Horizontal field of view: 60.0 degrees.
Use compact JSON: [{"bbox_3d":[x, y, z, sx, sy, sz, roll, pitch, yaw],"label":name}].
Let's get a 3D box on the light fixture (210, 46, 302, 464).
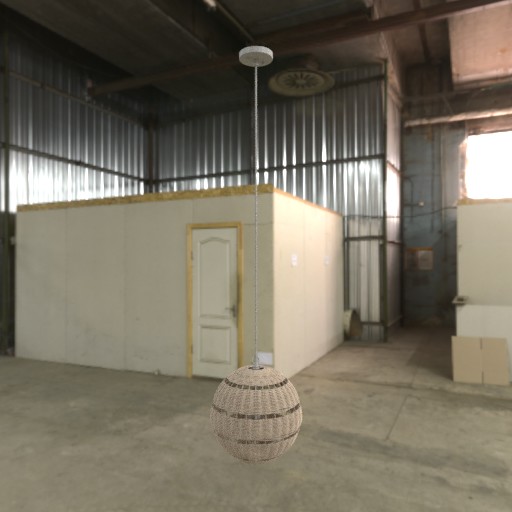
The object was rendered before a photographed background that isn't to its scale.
[{"bbox_3d":[0.000,0.000,2.216,0.457,2.019,0.457,0,0,-36],"label":"light fixture"}]
